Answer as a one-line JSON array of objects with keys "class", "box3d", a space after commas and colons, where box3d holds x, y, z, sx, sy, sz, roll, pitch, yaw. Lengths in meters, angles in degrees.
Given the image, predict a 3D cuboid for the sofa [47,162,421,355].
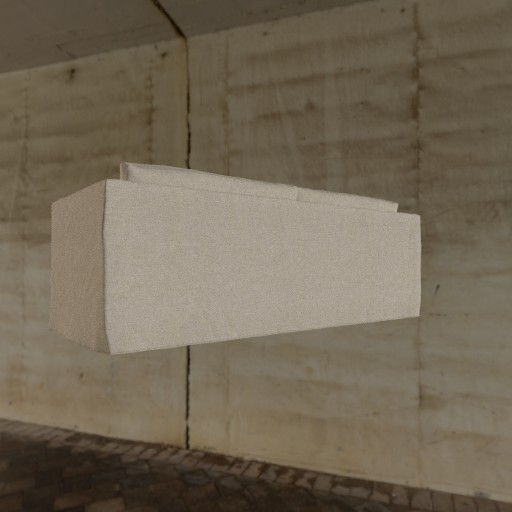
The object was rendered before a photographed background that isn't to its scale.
[{"class": "sofa", "box3d": [0.000, 0.000, 2.838, 2.296, 0.847, 0.956, 1, -1, -37]}]
